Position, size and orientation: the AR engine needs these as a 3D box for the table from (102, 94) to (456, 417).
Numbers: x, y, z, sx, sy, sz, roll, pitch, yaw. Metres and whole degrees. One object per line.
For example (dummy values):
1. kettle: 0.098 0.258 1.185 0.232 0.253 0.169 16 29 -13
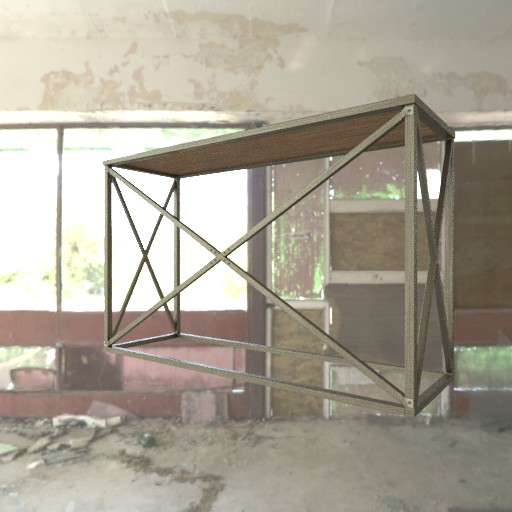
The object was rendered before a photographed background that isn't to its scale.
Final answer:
1. table: 0.000 0.000 1.550 1.216 0.753 0.402 0 0 37
